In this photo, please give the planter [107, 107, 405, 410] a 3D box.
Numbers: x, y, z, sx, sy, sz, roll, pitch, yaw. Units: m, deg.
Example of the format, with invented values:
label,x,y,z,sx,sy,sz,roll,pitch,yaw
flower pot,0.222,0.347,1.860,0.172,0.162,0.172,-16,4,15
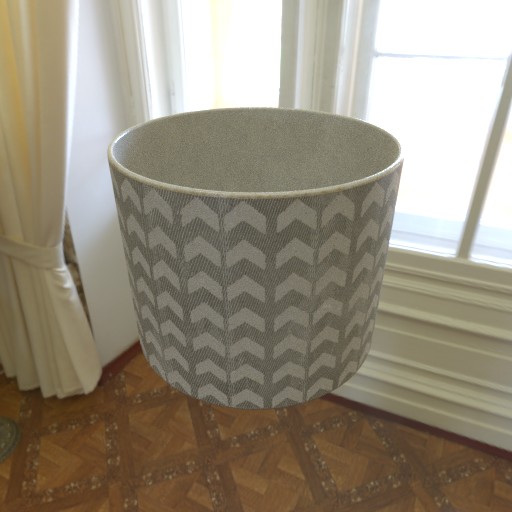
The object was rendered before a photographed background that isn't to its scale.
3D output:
label,x,y,z,sx,sy,sz,roll,pitch,yaw
planter,0.000,0.000,0.448,0.250,0.239,0.250,0,31,0
